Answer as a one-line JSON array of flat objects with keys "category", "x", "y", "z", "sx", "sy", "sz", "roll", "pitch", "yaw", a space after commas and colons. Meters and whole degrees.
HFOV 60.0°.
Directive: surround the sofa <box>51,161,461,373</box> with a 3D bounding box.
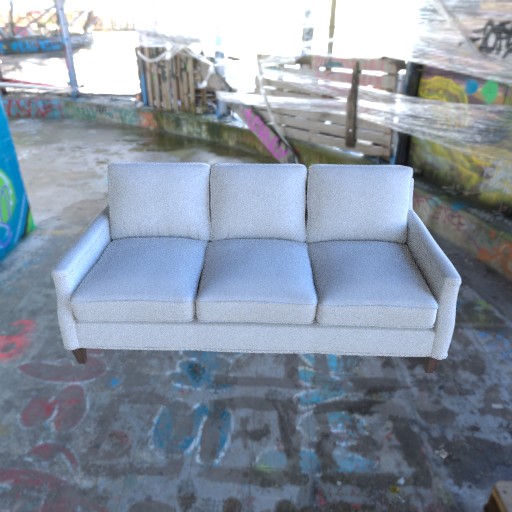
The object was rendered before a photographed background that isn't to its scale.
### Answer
[{"category": "sofa", "x": 0.000, "y": 0.000, "z": 2.857, "sx": 2.246, "sy": 1.003, "sz": 1.084, "roll": 1, "pitch": 30, "yaw": 2}]
